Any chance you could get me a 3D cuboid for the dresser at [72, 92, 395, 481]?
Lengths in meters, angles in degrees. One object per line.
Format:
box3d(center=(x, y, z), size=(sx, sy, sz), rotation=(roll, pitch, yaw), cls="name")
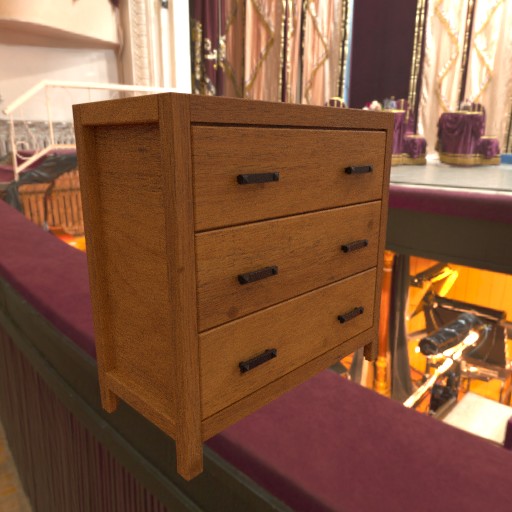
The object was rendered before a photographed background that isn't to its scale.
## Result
box3d(center=(0.000, 0.000, 1.272), size=(0.427, 0.804, 0.804), rotation=(14, 20, 43), cls="dresser")
